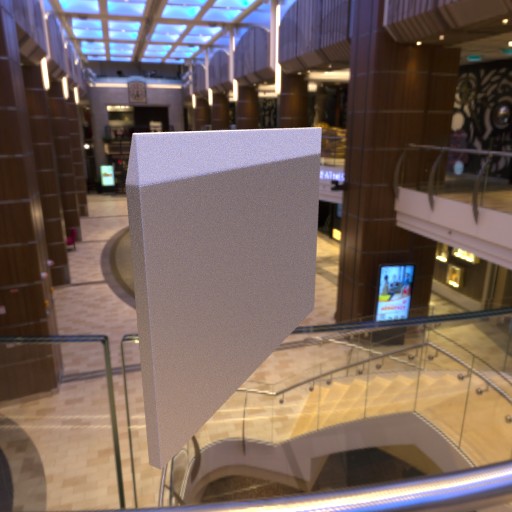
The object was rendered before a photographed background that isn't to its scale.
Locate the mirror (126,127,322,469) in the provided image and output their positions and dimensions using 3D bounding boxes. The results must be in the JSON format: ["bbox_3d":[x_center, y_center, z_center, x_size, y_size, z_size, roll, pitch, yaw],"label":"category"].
[{"bbox_3d":[0.000,0.000,1.147,0.030,0.630,0.870,8,19,26],"label":"mirror"}]
